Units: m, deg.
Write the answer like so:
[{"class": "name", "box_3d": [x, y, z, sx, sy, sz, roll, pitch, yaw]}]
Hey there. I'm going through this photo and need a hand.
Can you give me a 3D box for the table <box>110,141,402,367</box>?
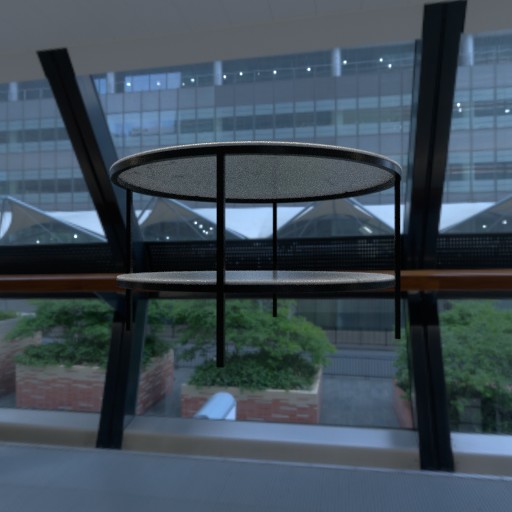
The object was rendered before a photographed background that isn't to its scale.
[{"class": "table", "box_3d": [0.000, 0.000, 1.275, 0.800, 0.450, 0.800, 0, 0, 0]}]
